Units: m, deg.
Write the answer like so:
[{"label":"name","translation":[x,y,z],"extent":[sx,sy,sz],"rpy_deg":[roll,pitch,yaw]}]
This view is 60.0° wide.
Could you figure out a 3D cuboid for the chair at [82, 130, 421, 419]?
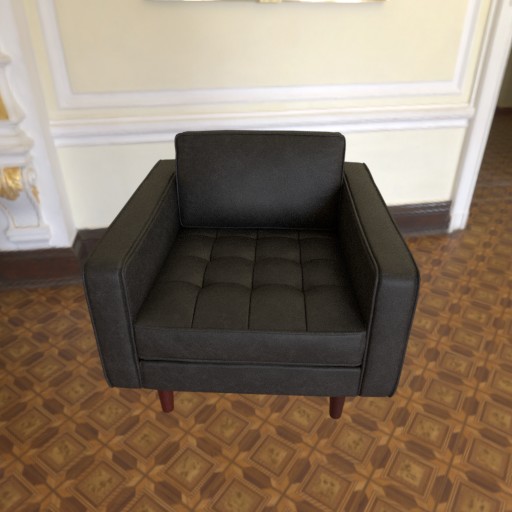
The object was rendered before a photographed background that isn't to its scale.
[{"label":"chair","translation":[0.000,0.000,1.587],"extent":[0.889,0.763,0.914],"rpy_deg":[1,30,2]}]
